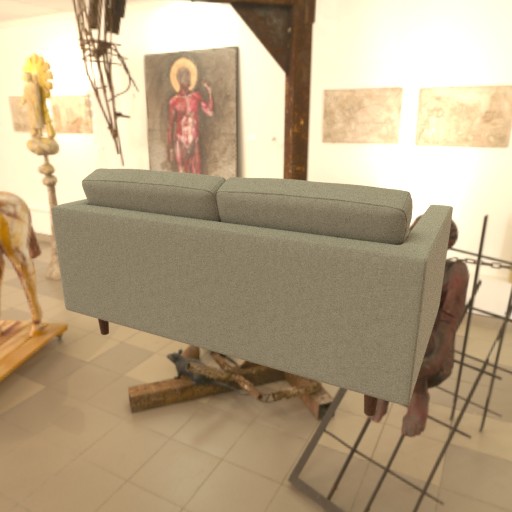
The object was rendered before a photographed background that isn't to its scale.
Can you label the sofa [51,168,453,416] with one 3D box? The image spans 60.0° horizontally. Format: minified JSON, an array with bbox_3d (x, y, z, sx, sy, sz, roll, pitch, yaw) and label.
[{"bbox_3d":[0.000,0.000,2.266,1.731,0.900,1.000,9,20,26],"label":"sofa"}]
